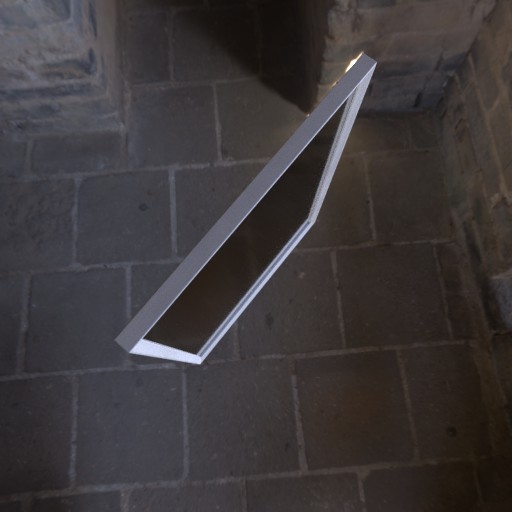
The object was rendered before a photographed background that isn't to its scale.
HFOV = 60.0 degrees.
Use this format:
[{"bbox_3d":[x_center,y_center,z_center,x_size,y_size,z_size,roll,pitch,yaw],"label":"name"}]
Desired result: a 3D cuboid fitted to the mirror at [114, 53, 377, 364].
[{"bbox_3d":[0.000,0.000,1.345,0.041,1.016,0.762,38,78,9],"label":"mirror"}]
